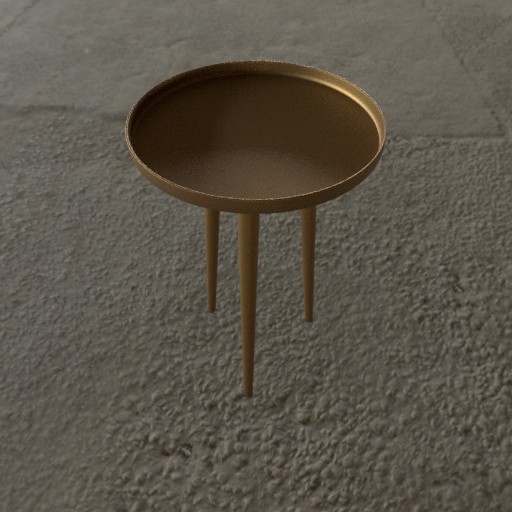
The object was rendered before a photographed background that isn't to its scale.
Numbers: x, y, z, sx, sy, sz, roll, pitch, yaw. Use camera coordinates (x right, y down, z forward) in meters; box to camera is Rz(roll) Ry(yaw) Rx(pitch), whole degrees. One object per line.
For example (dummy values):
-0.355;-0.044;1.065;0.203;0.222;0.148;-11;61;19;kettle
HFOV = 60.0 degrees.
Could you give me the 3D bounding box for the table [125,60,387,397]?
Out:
0.000;0.000;0.693;0.299;0.480;0.299;3;48;3;table
